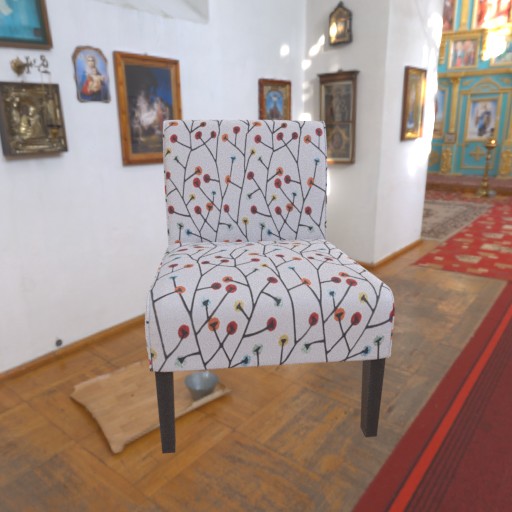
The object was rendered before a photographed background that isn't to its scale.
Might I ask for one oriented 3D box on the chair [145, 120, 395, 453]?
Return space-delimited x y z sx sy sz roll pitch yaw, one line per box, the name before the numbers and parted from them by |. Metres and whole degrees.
chair | 0.000 0.000 1.348 0.597 0.813 0.732 -2 15 -7
